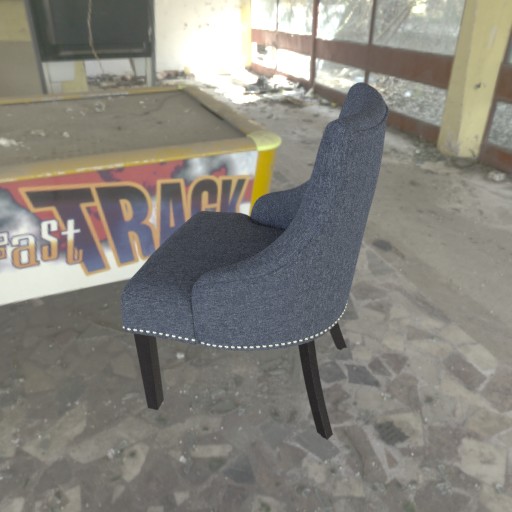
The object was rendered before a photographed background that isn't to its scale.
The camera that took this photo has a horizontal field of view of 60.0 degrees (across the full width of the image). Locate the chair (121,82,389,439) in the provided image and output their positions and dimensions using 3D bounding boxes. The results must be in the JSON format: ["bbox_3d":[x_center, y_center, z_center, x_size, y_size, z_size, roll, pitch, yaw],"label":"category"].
[{"bbox_3d":[0.000,0.000,1.294,0.629,0.909,0.566,8,31,14],"label":"chair"}]
